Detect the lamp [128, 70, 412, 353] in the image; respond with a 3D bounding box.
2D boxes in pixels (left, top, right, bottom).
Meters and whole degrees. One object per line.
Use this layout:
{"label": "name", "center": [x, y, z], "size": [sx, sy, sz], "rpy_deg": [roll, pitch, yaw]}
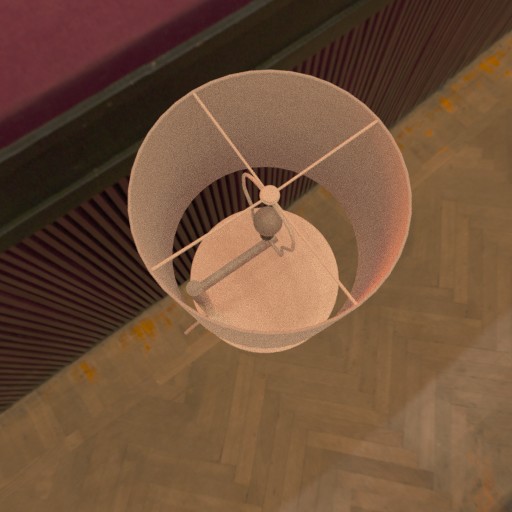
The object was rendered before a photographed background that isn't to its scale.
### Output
{"label": "lamp", "center": [0.000, 0.000, 0.683], "size": [0.341, 0.454, 0.299], "rpy_deg": [-34, 78, -9]}
